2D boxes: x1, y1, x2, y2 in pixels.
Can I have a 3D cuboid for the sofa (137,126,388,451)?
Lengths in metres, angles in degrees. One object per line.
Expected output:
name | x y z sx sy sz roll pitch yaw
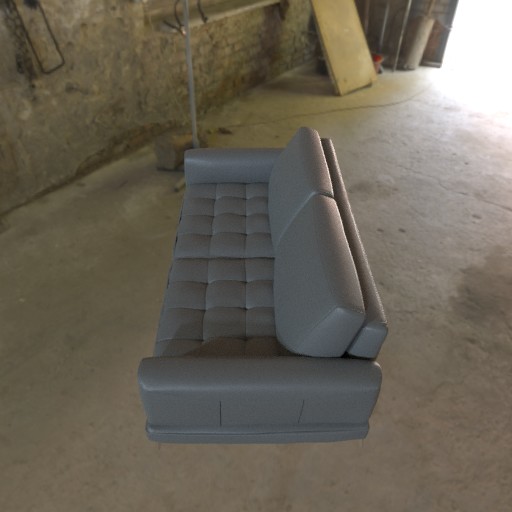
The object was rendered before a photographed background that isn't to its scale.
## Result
sofa | 0.000 0.000 2.759 1.121 0.930 2.177 -1 41 -1
